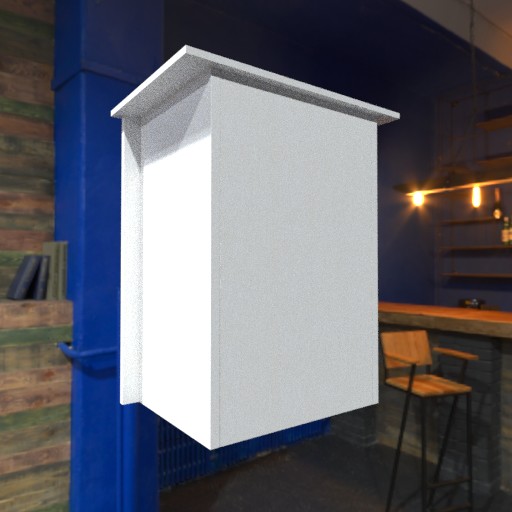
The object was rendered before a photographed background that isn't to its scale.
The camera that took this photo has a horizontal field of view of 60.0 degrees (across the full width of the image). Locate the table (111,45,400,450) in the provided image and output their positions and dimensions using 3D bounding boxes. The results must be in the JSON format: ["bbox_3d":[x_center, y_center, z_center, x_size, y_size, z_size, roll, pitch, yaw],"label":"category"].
[{"bbox_3d":[0.000,0.000,1.091,0.589,0.711,0.406,1,-1,-36],"label":"table"}]
